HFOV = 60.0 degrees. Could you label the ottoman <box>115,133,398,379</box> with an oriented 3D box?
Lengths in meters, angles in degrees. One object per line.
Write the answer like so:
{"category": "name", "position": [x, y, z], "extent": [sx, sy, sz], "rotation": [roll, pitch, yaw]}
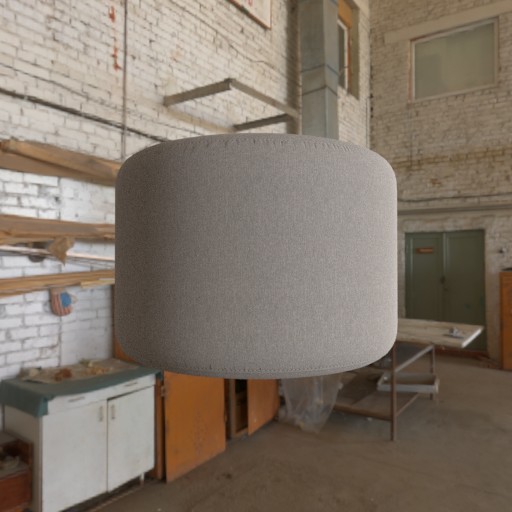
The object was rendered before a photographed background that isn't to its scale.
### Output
{"category": "ottoman", "position": [0.000, 0.000, 1.001], "extent": [0.608, 0.433, 0.608], "rotation": [0, -1, 0]}
